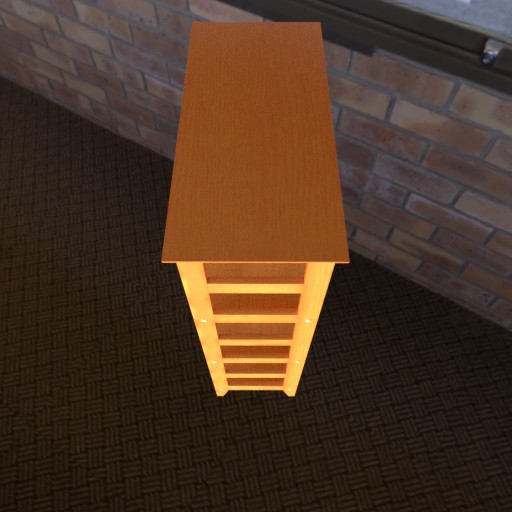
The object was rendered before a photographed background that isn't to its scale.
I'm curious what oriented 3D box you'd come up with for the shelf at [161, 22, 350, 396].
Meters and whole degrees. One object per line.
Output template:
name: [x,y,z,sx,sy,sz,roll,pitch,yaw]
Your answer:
shelf: [0.000,0.000,1.344,0.305,1.067,0.660,0,59,0]
